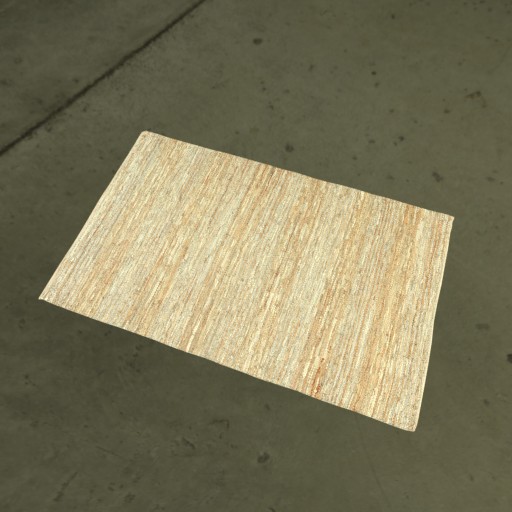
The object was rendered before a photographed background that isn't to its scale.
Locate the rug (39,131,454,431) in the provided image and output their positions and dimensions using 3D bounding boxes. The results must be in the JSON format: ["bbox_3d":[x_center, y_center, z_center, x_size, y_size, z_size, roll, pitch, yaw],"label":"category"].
[{"bbox_3d":[0.000,0.000,3.000,2.446,0.009,1.529,17,64,9],"label":"rug"}]
